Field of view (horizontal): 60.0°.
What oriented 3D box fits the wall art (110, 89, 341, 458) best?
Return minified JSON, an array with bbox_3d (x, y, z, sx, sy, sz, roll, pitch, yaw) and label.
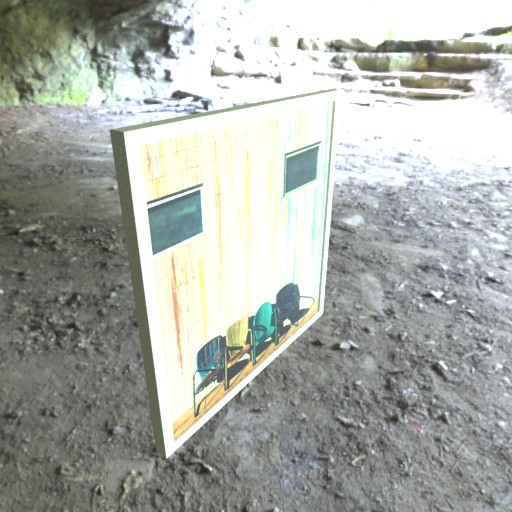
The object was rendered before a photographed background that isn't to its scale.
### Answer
[{"bbox_3d":[0.000,0.000,1.163,0.036,0.760,0.760,18,32,32],"label":"wall art"}]
